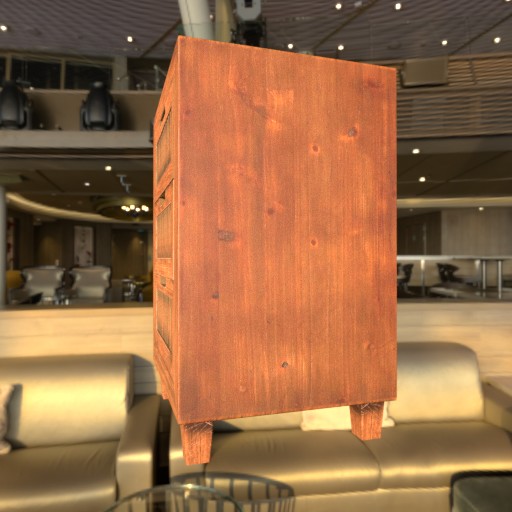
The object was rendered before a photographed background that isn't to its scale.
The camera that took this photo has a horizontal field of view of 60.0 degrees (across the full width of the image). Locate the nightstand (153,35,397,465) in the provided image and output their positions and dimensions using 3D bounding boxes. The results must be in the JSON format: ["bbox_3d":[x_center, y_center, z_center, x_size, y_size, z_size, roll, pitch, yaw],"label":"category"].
[{"bbox_3d":[0.000,0.000,0.980,0.410,0.695,0.465,0,0,-18],"label":"nightstand"}]
